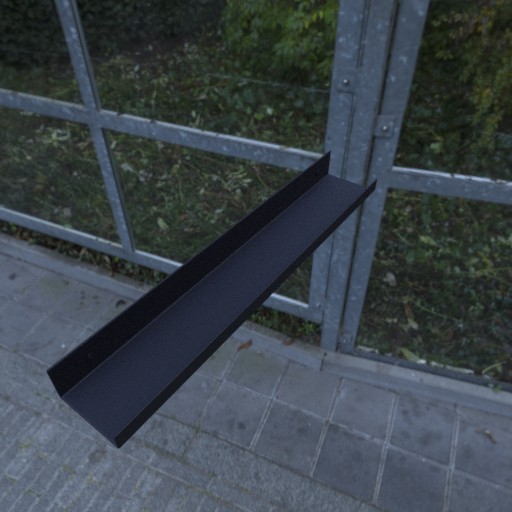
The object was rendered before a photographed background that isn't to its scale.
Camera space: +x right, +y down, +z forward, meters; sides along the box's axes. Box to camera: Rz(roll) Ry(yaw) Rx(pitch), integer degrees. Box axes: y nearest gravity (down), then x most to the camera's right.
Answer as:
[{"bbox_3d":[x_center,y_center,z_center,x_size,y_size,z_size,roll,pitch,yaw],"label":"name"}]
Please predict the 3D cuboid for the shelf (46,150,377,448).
[{"bbox_3d":[0.000,0.000,0.642,0.102,0.053,0.605,26,47,27],"label":"shelf"}]
